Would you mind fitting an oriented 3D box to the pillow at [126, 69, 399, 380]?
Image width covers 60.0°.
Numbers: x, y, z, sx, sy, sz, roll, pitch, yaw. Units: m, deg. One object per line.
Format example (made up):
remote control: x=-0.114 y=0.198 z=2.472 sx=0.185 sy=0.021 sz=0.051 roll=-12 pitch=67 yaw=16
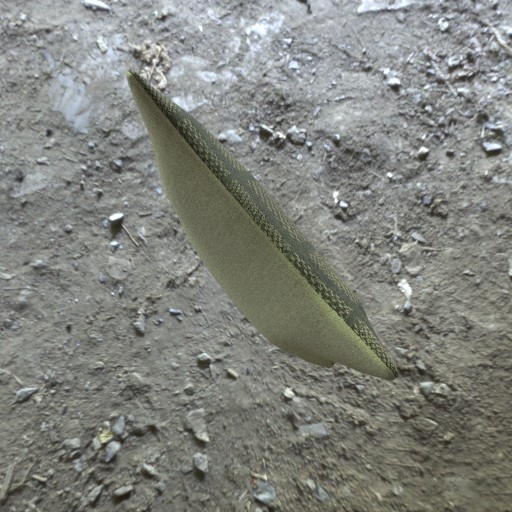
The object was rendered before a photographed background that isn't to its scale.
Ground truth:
pillow: x=0.000 y=0.000 z=0.666 sx=0.138 sy=0.432 sz=0.435 roll=-39 pitch=80 yaw=-8
